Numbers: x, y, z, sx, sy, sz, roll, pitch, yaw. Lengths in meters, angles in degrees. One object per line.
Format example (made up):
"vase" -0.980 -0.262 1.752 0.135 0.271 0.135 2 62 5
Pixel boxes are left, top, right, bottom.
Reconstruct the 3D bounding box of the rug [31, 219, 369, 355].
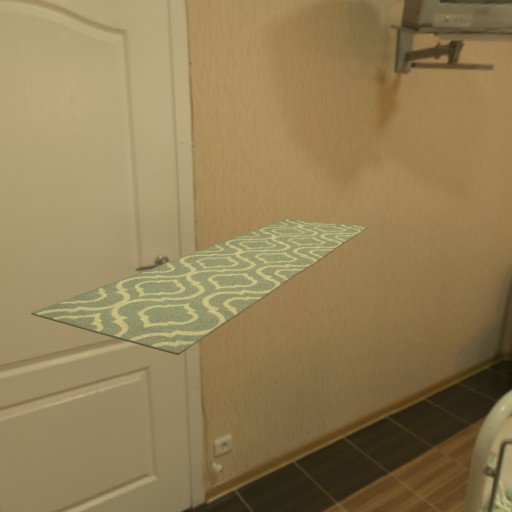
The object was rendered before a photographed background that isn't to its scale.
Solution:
"rug" 0.000 0.000 2.451 0.684 0.009 2.275 8 17 27
